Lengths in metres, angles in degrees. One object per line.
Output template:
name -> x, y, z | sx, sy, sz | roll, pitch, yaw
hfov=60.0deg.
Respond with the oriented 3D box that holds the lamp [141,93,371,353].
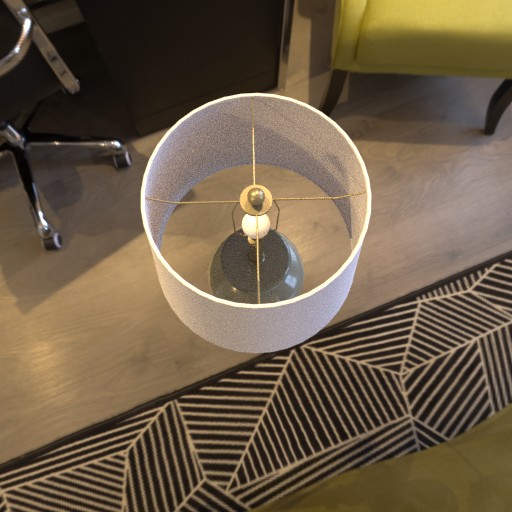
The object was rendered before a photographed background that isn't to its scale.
lamp -> 0.000, 0.000, 0.554 | 0.239, 0.399, 0.239 | 0, 75, 0
